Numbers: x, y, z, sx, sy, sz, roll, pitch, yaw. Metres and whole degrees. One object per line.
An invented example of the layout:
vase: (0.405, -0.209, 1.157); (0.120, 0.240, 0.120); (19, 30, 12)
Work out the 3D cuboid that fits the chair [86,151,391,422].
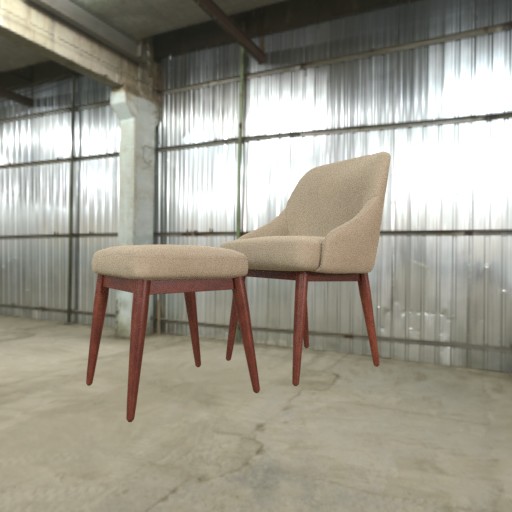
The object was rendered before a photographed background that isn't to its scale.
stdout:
chair: (0.000, 0.000, 1.642); (1.114, 0.866, 0.584); (0, 1, -36)
